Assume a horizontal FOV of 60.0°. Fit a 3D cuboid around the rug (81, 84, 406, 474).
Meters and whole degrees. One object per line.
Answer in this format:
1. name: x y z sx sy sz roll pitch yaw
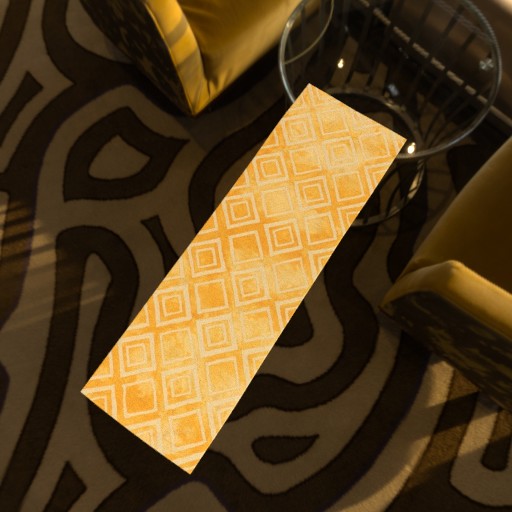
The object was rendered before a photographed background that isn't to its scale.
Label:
1. rug: 0.000 0.000 2.712 0.775 0.010 2.438 33 77 9
